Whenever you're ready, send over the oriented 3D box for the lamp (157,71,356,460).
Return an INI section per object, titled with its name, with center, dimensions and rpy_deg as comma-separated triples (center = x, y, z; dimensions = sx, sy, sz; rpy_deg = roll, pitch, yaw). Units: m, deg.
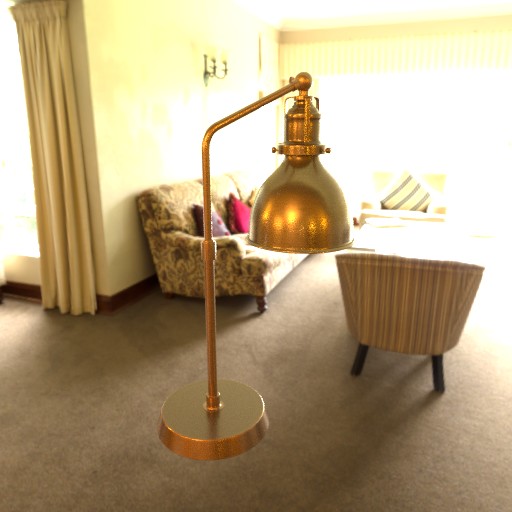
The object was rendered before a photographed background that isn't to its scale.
[lamp]
center = 0.000, 0.000, 0.580
dimensions = 0.286, 0.456, 0.153
rpy_deg = -8, 18, -27
